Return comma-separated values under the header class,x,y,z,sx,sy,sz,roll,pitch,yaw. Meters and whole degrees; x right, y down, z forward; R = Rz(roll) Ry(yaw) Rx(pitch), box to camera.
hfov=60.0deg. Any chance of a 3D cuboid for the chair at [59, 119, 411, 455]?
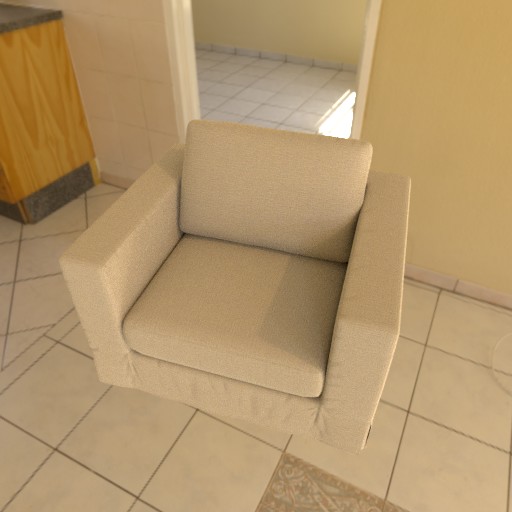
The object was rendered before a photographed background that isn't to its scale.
class,x,y,z,sx,sy,sz,roll,pitch,yaw
chair,0.000,0.000,1.817,1.150,0.878,0.957,11,41,13
